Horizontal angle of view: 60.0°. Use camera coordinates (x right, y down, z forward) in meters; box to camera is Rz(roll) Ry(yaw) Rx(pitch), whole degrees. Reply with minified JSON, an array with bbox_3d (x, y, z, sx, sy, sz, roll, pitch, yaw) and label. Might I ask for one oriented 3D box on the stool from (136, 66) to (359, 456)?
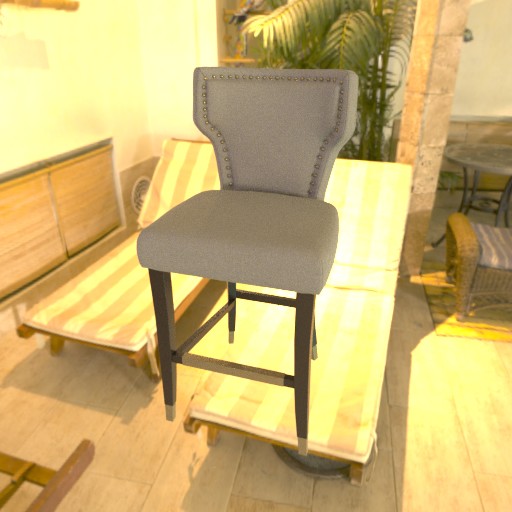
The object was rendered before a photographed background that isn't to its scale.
[{"bbox_3d":[0.000,0.000,1.420,0.526,1.092,0.563,8,28,15],"label":"stool"}]
